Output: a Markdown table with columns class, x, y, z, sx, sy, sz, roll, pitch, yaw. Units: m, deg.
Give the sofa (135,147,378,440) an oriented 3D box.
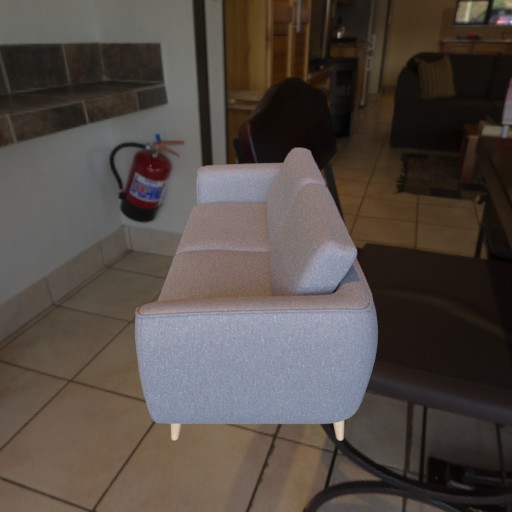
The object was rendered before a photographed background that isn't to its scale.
| class | x | y | z | sx | sy | sz | roll | pitch | yaw |
| --- | --- | --- | --- | --- | --- | --- | --- | --- | --- |
| sofa | 0.000 | 0.000 | 2.508 | 0.920 | 0.870 | 2.000 | 0 | 26 | 0 |
